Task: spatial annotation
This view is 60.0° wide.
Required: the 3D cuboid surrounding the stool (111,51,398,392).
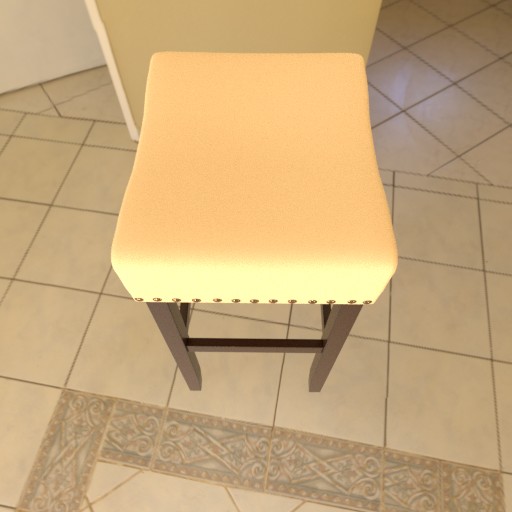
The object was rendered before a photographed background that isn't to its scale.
[{"bbox_3d":[0.000,0.000,1.037,0.401,0.762,0.471,1,59,0],"label":"stool"}]
